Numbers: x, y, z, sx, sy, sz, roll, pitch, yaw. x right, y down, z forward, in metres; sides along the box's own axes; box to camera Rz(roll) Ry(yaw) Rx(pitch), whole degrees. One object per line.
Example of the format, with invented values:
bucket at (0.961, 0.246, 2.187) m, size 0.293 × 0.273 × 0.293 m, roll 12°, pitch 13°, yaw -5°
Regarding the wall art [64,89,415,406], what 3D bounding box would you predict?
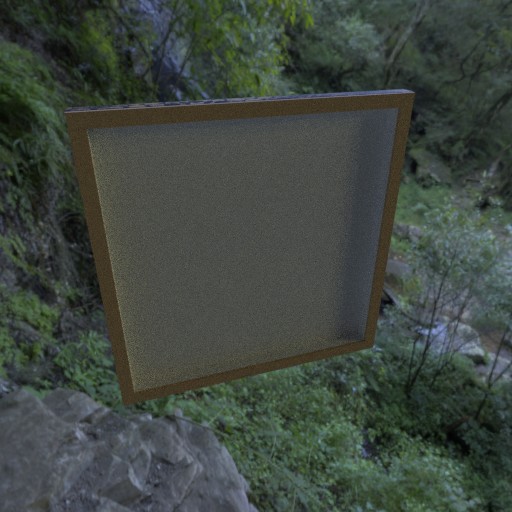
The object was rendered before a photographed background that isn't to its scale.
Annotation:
wall art at (0.000, 0.000, 0.903) m, size 0.612 × 0.612 × 0.038 m, roll -9°, pitch 30°, yaw -16°
